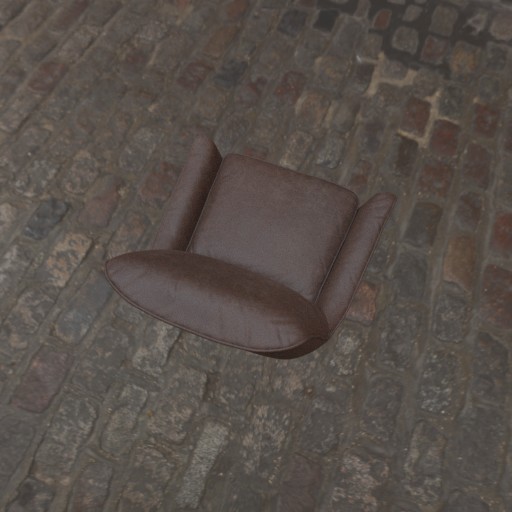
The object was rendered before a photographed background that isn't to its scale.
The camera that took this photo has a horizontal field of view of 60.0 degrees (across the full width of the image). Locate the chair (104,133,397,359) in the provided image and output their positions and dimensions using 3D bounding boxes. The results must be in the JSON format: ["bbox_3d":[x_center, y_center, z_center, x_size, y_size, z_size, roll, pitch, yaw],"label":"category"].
[{"bbox_3d":[0.000,0.000,1.524,0.787,0.888,0.824,20,66,9],"label":"chair"}]
